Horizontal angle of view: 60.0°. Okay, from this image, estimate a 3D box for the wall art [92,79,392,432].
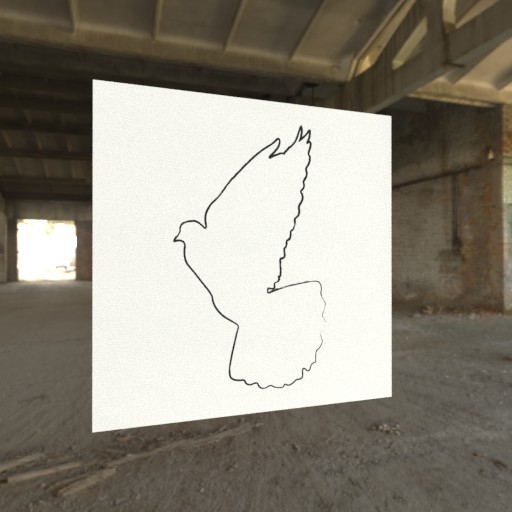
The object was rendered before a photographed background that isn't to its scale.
[{"bbox_3d":[0.000,0.000,0.882,0.610,0.610,0.038,0,0,-19],"label":"wall art"}]
